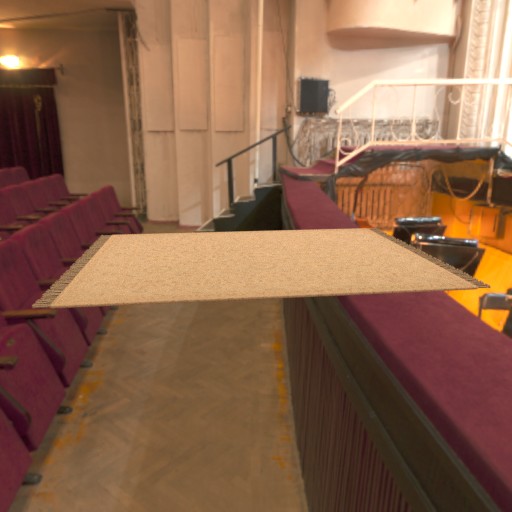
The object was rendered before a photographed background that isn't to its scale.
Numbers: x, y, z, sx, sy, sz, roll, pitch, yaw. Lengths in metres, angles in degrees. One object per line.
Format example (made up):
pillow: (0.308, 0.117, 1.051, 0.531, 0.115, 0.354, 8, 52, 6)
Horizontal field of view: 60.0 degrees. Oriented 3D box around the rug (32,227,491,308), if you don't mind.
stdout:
rug: (0.000, 0.000, 2.276, 1.771, 0.015, 1.223, -2, 15, -7)
